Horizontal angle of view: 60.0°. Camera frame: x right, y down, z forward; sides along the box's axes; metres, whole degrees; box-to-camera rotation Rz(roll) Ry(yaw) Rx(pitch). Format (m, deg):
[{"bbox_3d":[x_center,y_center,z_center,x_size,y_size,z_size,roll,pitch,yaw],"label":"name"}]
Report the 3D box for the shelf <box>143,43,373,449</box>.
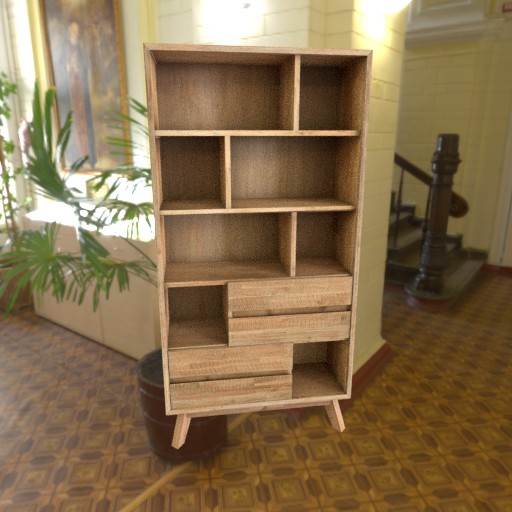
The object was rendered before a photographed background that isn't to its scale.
[{"bbox_3d":[0.000,0.000,1.749,0.748,1.471,0.308,-2,16,-8],"label":"shelf"}]
